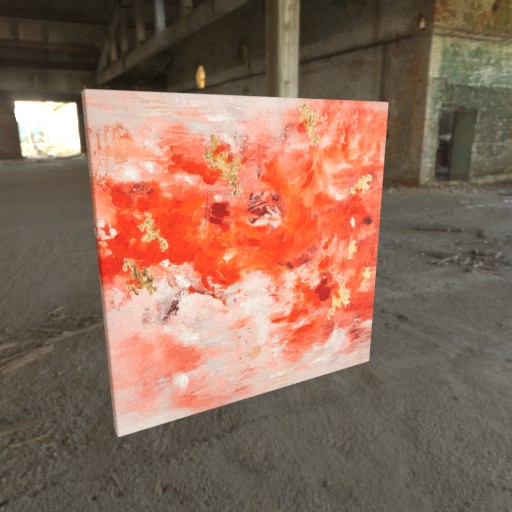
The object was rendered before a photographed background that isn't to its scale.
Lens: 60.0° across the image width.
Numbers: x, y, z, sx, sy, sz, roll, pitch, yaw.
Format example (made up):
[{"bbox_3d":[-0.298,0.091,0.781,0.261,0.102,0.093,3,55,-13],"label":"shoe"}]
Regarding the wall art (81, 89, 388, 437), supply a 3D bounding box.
[{"bbox_3d":[0.000,0.000,1.104,0.747,0.746,0.064,-8,17,-27],"label":"wall art"}]
